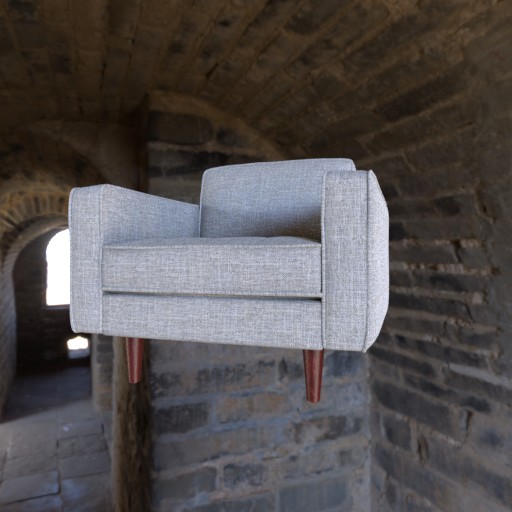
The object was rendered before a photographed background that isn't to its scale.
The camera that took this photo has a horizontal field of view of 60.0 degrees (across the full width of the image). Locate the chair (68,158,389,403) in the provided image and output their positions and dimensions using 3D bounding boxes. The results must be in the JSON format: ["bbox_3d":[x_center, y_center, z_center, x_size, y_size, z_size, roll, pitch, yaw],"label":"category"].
[{"bbox_3d":[0.000,0.000,1.579,0.889,0.765,0.914,0,0,19],"label":"chair"}]
